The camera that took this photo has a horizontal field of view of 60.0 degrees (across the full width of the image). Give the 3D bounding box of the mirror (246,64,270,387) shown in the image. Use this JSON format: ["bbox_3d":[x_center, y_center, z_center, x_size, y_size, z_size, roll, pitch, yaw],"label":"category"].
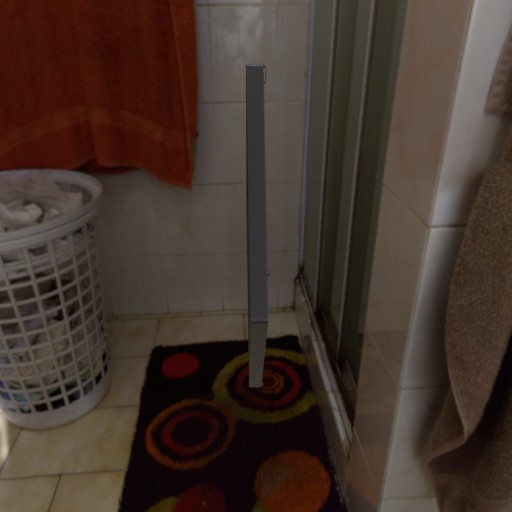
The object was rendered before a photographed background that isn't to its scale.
[{"bbox_3d":[0.000,0.000,0.853,0.032,0.679,0.419,-1,28,-2],"label":"mirror"}]
